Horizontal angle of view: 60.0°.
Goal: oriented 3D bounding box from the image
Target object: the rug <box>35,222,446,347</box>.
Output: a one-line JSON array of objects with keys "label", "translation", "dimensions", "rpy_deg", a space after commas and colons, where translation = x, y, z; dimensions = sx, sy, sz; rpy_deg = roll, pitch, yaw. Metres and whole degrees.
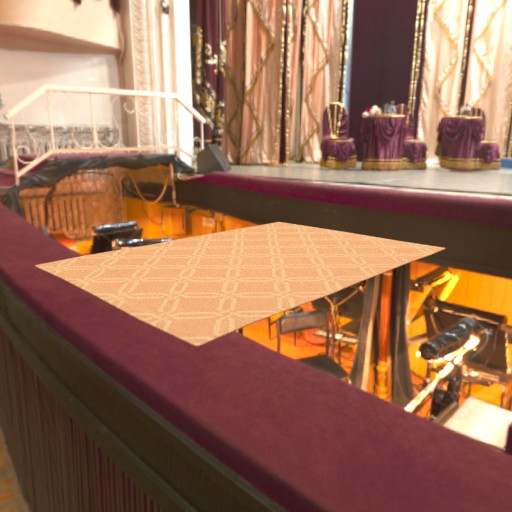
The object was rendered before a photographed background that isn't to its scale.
[{"label": "rug", "translation": [0.000, 0.000, 2.773], "dimensions": [1.524, 0.013, 2.135], "rpy_deg": [13, 19, 43]}]
